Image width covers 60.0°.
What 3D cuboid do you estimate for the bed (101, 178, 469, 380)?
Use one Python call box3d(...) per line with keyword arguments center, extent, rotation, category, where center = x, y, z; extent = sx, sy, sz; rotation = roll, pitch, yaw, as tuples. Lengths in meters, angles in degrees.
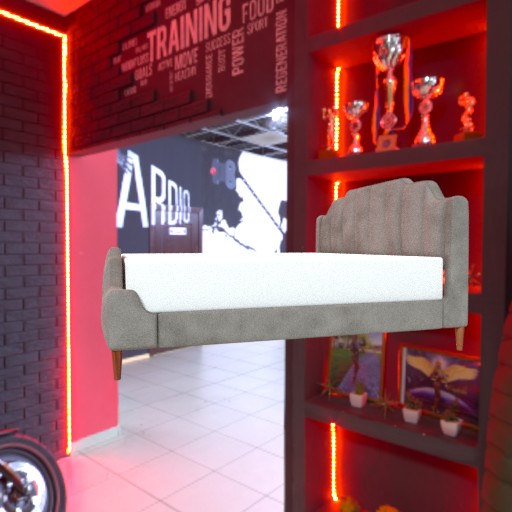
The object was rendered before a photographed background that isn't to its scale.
box3d(center=(0.000, 0.000, 3.598), extent=(2.340, 1.245, 2.074), rotation=(0, 1, -18), category="bed")
